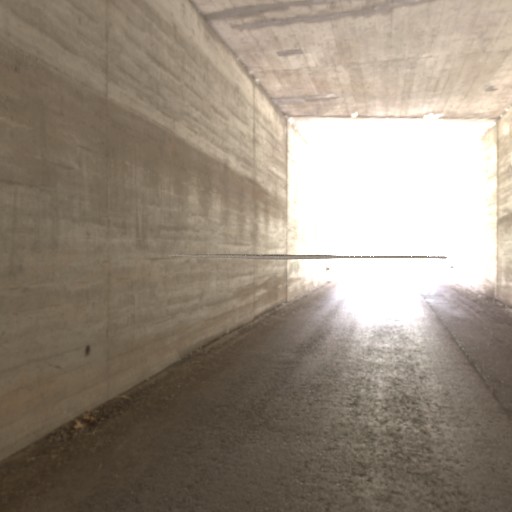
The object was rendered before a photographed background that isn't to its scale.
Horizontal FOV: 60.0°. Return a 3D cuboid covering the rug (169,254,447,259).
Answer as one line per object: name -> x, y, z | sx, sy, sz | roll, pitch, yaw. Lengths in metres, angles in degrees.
rug -> 0.000, 0.000, 2.443 | 0.645, 0.015, 2.182 | 0, 0, -19
